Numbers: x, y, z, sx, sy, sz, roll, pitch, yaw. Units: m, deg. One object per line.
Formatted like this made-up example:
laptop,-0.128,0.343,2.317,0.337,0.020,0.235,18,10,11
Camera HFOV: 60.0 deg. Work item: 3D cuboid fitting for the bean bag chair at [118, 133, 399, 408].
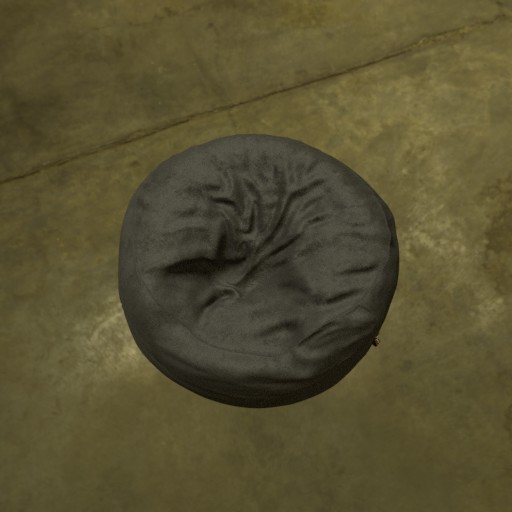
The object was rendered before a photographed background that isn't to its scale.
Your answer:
bean bag chair,0.000,0.000,2.428,1.525,0.751,1.525,0,60,0
